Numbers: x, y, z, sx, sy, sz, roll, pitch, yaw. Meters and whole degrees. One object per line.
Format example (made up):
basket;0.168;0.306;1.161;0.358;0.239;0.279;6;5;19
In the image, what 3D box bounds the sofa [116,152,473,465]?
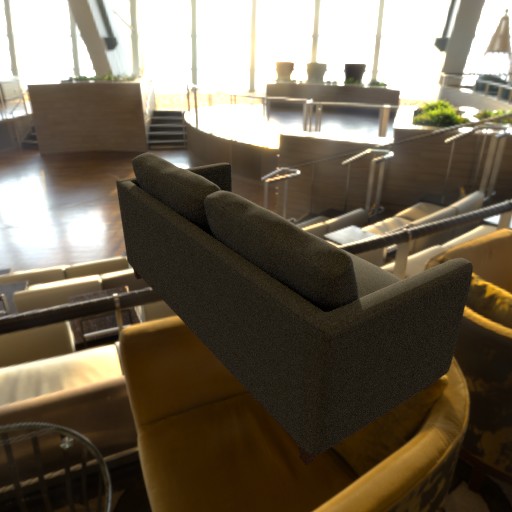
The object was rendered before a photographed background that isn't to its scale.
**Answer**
sofa;0.000;0.000;2.683;0.948;0.965;2.208;-17;31;-30
